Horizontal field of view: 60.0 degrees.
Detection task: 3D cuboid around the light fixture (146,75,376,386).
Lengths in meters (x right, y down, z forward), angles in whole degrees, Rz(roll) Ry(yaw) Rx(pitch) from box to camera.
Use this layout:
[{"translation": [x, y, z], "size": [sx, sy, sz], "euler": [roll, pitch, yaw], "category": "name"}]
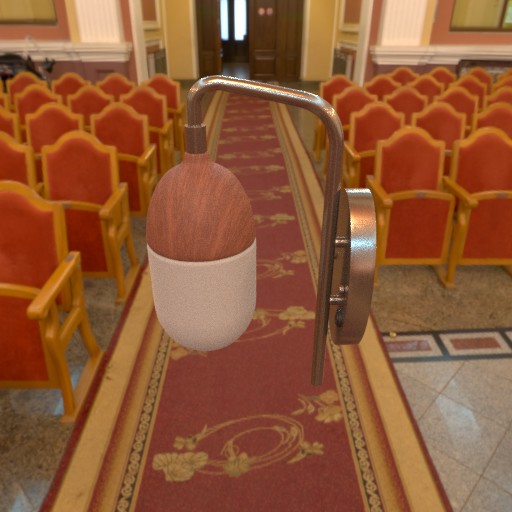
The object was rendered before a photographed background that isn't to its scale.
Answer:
[{"translation": [0.000, 0.000, 0.452], "size": [0.216, 0.343, 0.108], "euler": [0, 28, 0], "category": "light fixture"}]
